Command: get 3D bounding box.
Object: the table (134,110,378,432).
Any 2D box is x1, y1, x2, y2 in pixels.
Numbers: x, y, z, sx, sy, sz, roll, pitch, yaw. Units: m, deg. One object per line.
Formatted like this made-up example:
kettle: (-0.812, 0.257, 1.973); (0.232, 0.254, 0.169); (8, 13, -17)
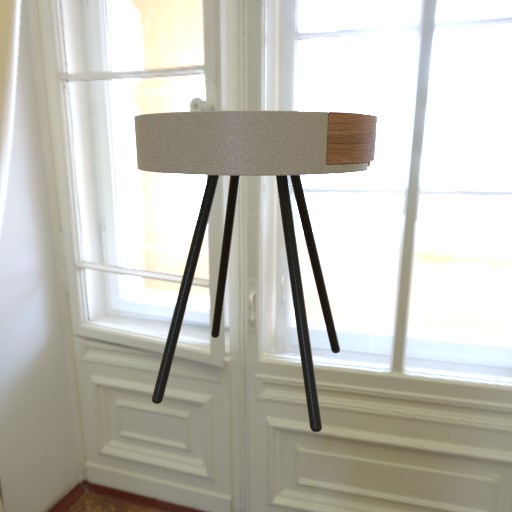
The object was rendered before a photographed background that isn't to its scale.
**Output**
table: (0.000, 0.000, 0.882); (0.450, 0.525, 0.450); (0, 15, 0)
